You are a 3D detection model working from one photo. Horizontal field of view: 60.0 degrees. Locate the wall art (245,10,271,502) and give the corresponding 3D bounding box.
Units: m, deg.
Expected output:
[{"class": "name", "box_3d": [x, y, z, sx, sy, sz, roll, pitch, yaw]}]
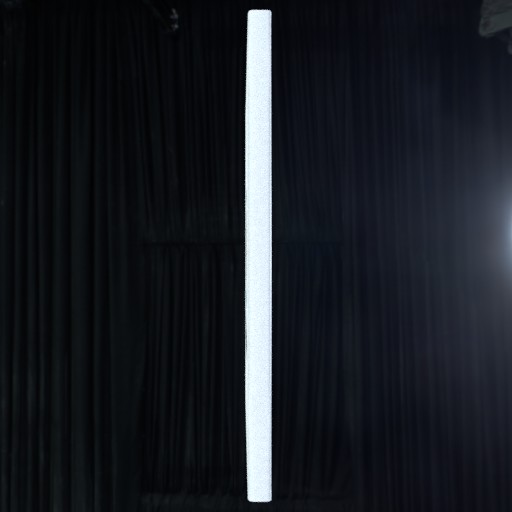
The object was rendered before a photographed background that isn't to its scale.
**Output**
[{"class": "wall art", "box_3d": [0.000, 0.000, 1.111, 0.048, 0.902, 0.602, 0, 0, -2]}]
